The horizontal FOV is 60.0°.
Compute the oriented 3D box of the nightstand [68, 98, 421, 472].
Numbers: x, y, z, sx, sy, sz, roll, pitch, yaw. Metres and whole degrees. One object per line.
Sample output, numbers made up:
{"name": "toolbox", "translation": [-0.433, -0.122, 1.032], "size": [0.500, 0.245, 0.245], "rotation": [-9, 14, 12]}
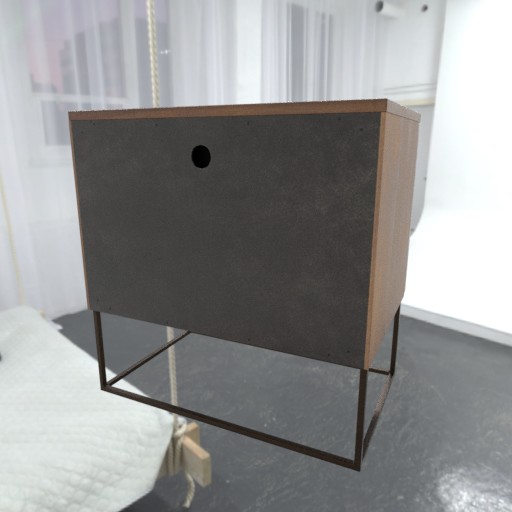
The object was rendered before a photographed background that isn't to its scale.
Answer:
{"name": "nightstand", "translation": [0.000, 0.000, 0.993], "size": [0.605, 0.611, 0.427], "rotation": [7, 16, 25]}
